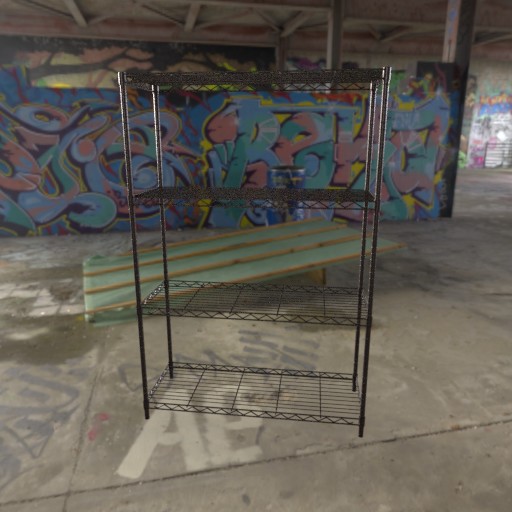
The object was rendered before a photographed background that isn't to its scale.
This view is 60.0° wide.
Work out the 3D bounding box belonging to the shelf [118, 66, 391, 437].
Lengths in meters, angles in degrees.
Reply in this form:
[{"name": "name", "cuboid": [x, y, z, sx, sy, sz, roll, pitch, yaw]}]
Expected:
[{"name": "shelf", "cuboid": [0.000, 0.000, 1.795, 0.907, 1.361, 0.352, 2, 15, 7]}]
